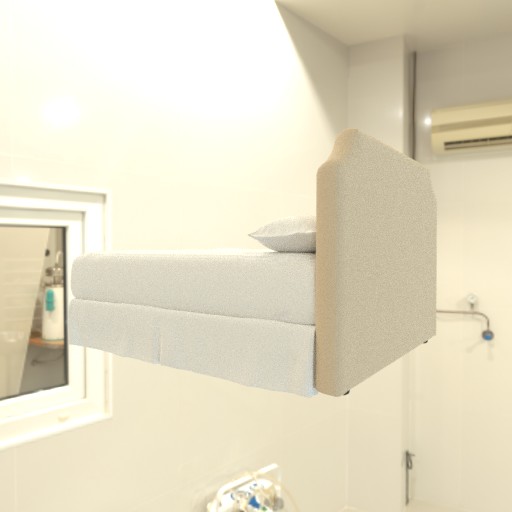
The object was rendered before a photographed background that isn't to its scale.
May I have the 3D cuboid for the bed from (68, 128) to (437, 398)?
[{"bbox_3d":[0.000,0.000,3.885,2.548,1.524,2.134,1,1,36],"label":"bed"}]
